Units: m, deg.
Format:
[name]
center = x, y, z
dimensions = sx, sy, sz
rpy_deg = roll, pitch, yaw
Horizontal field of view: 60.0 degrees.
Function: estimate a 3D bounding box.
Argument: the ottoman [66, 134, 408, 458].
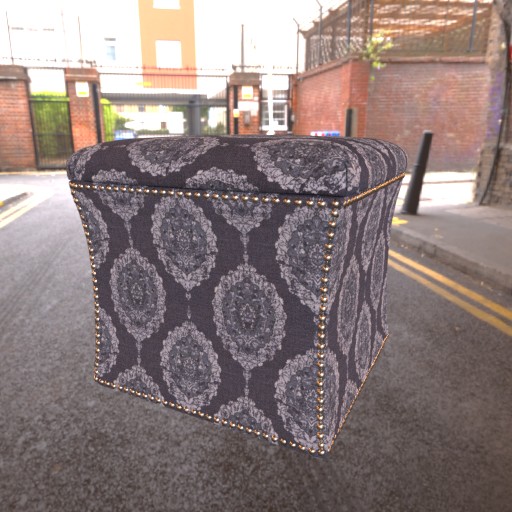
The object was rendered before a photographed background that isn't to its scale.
[ottoman]
center = 0.000, 0.000, 0.896
dimensions = 0.507, 0.475, 0.497
rpy_deg = 8, 17, 26
